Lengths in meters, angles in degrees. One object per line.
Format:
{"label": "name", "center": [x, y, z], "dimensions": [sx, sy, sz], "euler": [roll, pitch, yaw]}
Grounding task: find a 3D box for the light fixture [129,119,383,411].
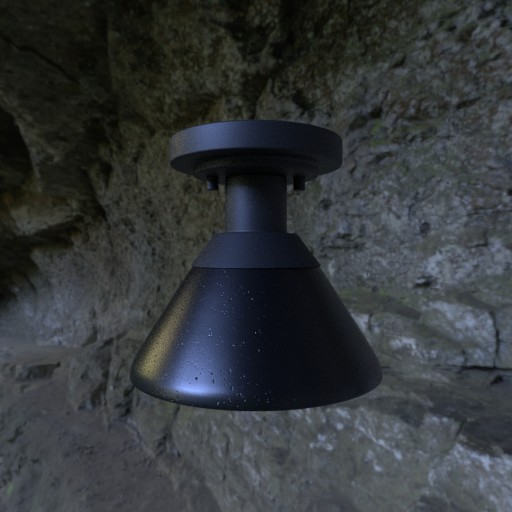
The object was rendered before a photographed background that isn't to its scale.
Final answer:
{"label": "light fixture", "center": [0.000, 0.000, 0.364], "dimensions": [0.200, 0.183, 0.200], "euler": [0, 1, 0]}
